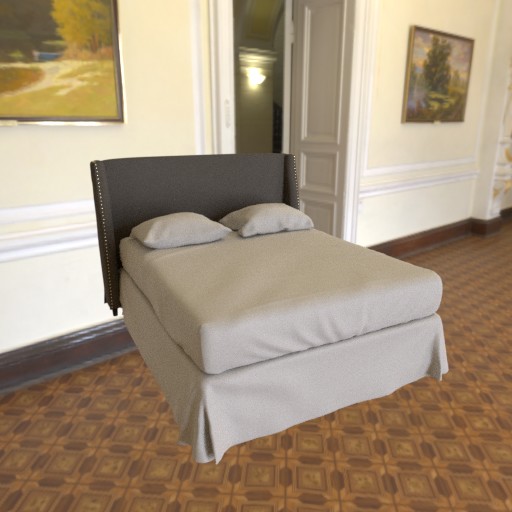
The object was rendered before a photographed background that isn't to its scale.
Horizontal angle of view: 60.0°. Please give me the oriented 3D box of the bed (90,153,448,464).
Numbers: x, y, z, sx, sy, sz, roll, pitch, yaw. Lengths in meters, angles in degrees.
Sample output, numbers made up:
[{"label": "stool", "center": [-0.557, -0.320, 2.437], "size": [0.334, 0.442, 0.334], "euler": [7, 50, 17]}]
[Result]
[{"label": "bed", "center": [0.000, 0.000, 3.281], "size": [1.925, 1.332, 2.276], "euler": [-9, 19, -26]}]
